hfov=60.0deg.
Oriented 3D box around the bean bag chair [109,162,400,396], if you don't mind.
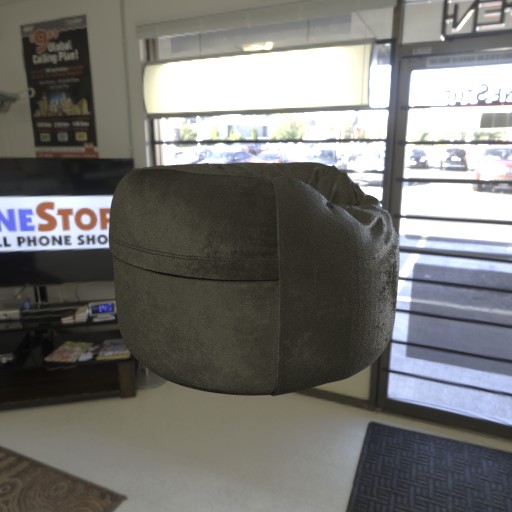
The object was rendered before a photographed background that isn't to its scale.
[{"bbox_3d":[0.000,0.000,1.478,0.918,0.605,0.918,0,14,0],"label":"bean bag chair"}]
